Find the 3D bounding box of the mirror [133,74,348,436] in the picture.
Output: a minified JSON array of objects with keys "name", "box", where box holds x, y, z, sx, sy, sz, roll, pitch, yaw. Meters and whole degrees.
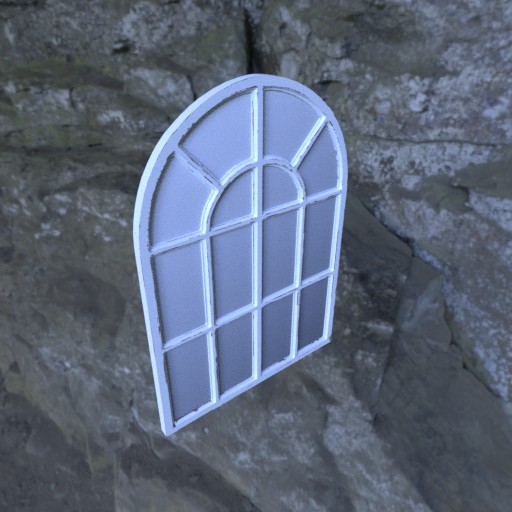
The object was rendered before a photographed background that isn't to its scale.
[{"name":"mirror","box":[0.000,0.000,1.205,0.660,0.920,0.032,-21,35,-33]}]
